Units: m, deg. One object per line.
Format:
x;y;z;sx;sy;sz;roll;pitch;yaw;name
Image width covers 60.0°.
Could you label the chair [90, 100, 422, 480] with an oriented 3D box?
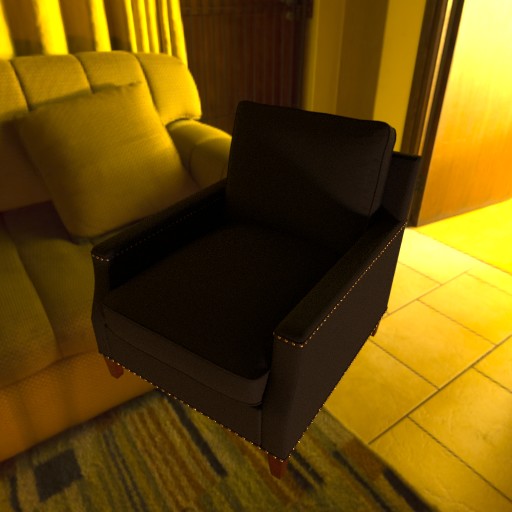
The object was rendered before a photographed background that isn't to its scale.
0.000;0.000;1.685;0.853;0.943;1.014;19;36;28;chair
